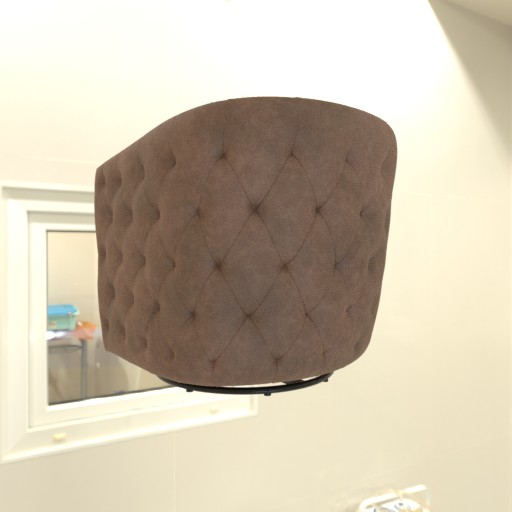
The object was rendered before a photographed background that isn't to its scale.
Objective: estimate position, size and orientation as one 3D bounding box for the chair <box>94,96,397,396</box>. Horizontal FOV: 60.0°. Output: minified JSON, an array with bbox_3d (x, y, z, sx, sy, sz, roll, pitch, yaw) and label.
[{"bbox_3d":[0.000,0.000,1.501,0.850,0.790,0.870,0,1,-36],"label":"chair"}]
